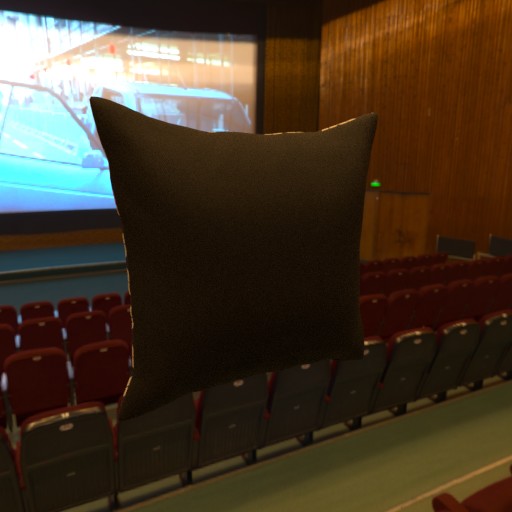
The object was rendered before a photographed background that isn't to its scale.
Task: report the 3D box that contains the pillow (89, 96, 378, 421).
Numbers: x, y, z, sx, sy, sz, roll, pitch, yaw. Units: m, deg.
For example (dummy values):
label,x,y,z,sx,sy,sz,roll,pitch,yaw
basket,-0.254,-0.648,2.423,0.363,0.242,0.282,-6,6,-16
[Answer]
label,x,y,z,sx,sy,sz,roll,pitch,yaw
pillow,0.000,0.000,0.763,0.504,0.494,0.188,-7,15,-26
